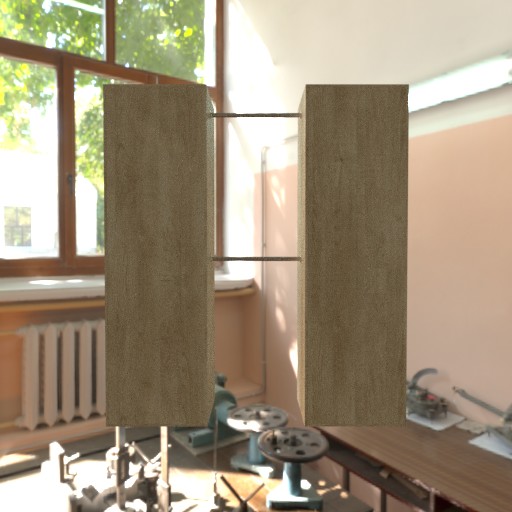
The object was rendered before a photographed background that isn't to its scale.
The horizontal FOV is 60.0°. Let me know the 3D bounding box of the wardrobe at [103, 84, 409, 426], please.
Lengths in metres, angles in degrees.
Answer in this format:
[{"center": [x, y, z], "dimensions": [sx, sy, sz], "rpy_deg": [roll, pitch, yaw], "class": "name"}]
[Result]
[{"center": [0.000, 0.000, 2.829], "dimensions": [1.770, 2.000, 0.480], "rpy_deg": [0, 1, 0], "class": "wardrobe"}]
